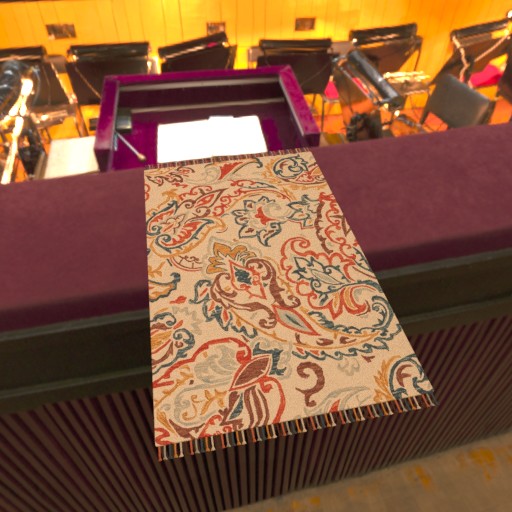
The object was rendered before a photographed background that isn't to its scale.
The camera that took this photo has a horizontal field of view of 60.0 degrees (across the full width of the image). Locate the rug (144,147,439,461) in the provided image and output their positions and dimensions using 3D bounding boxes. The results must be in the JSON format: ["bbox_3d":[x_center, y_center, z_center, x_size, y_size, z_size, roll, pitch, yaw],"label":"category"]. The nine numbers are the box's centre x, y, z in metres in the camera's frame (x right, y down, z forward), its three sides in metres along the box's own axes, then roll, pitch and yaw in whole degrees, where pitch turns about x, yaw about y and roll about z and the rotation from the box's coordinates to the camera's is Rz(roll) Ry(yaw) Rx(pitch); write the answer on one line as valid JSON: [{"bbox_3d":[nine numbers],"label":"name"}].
[{"bbox_3d":[0.000,0.000,3.173,1.523,0.010,2.584,-8,46,-8],"label":"rug"}]
